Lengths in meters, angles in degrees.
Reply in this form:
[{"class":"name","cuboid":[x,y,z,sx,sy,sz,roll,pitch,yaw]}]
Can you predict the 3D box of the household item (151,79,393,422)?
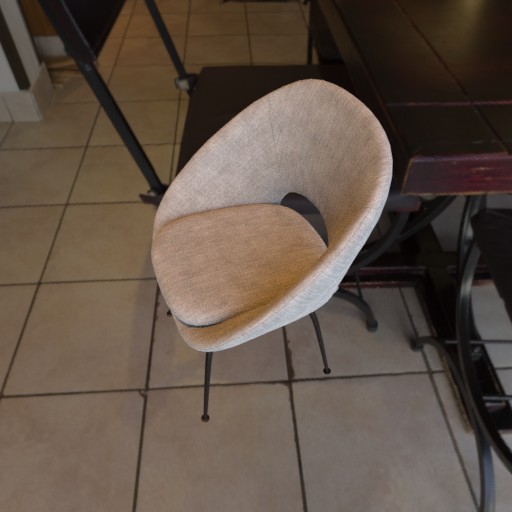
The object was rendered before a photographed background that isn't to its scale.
[{"class":"household item","cuboid":[0.000,0.000,1.312,0.587,0.869,0.643,-17,49,-15]}]
